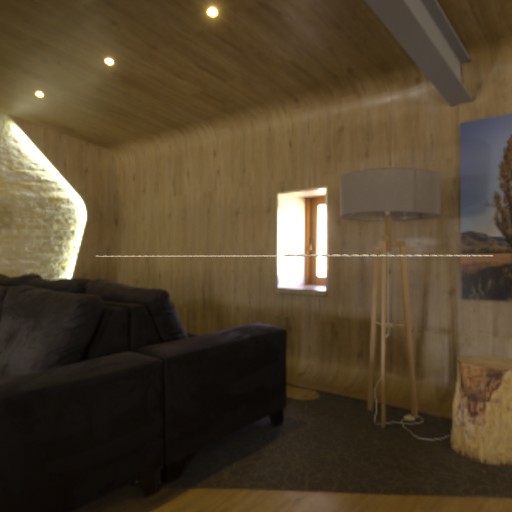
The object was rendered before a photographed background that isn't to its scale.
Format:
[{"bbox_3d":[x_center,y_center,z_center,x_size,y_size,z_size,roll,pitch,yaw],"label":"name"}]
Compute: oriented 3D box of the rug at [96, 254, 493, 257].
[{"bbox_3d":[0.000,0.000,2.524,1.222,0.009,2.084,0,0,-35],"label":"rug"}]
